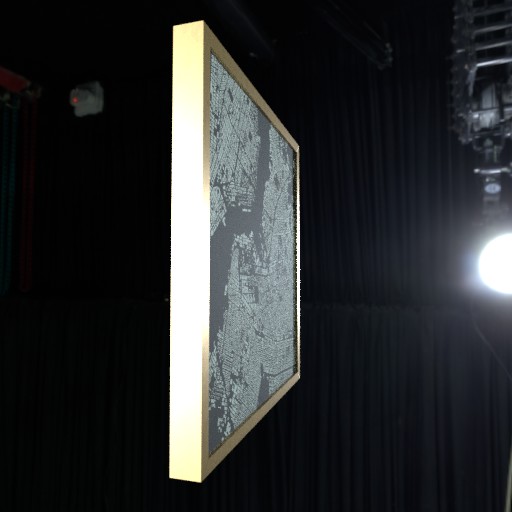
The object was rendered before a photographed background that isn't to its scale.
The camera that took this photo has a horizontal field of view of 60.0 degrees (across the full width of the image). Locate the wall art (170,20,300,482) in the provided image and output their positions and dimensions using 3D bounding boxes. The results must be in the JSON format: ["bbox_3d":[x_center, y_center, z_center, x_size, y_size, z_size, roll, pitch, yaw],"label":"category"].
[{"bbox_3d":[0.000,0.000,1.856,0.095,1.284,1.284,-1,-3,18],"label":"wall art"}]
